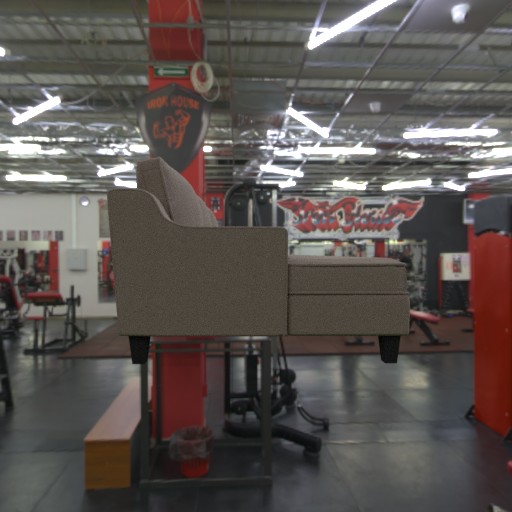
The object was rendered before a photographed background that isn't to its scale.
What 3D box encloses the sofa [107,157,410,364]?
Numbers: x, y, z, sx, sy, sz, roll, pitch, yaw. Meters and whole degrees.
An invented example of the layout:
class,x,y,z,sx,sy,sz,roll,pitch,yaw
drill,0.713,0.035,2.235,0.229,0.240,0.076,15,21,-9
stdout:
class,x,y,z,sx,sy,sz,roll,pitch,yaw
sofa,0.000,0.000,3.134,1.294,0.928,2.561,0,0,-1
